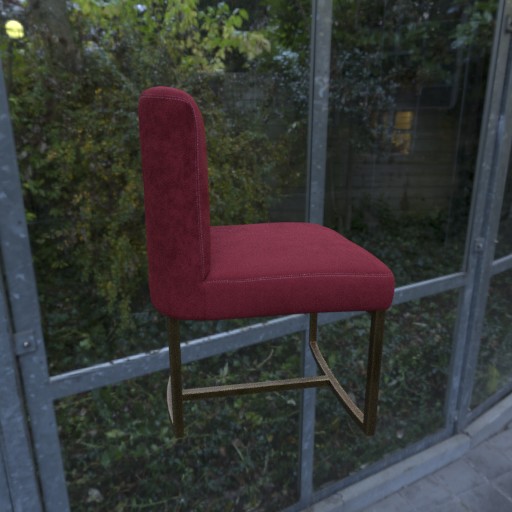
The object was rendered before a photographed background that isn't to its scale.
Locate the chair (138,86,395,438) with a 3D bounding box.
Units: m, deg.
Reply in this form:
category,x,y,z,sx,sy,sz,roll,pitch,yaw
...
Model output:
category,x,y,z,sx,sy,sz,roll,pitch,yaw
chair,0.000,0.000,1.188,0.560,0.824,0.530,-3,16,-10
